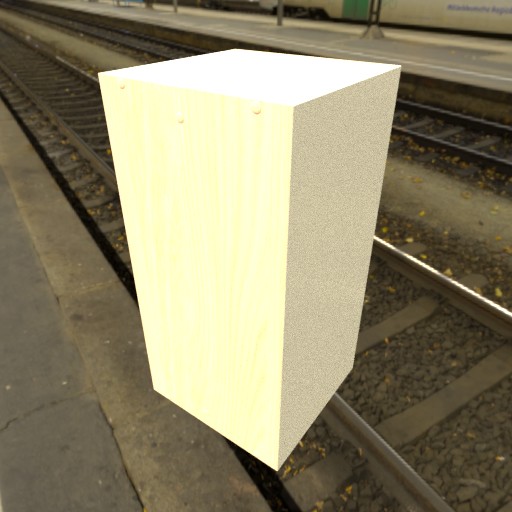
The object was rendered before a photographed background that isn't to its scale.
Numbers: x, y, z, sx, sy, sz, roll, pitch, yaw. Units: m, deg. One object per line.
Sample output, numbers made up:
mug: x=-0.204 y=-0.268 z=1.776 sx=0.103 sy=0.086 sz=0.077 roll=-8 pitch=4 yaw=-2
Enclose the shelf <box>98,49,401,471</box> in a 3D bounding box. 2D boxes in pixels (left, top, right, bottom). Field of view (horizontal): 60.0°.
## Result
shelf: x=0.000 y=0.000 z=0.755 sx=0.297 sy=0.594 sz=0.290 roll=21 pitch=38 yaw=30
